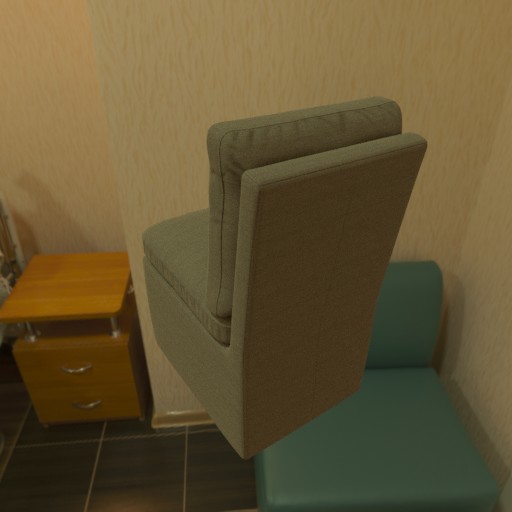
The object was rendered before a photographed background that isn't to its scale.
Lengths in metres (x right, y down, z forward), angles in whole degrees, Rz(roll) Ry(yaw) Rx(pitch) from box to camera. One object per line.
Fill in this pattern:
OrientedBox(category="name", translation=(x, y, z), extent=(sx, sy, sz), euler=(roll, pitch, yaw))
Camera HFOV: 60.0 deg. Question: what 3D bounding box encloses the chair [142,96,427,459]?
OrientedBox(category="chair", translation=(0.000, 0.000, 1.322), extent=(0.503, 0.927, 0.698), euler=(-19, 36, -29))
